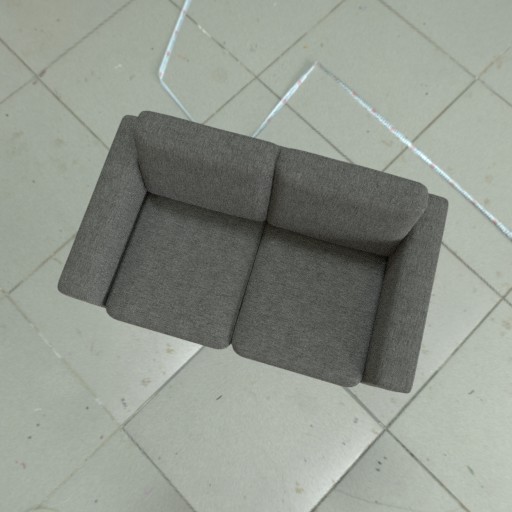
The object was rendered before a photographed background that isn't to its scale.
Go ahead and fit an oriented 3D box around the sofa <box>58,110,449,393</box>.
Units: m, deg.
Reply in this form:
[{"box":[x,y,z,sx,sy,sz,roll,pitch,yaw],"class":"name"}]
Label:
[{"box":[0.000,0.000,2.027,1.520,0.800,0.900,16,78,4],"class":"sofa"}]
